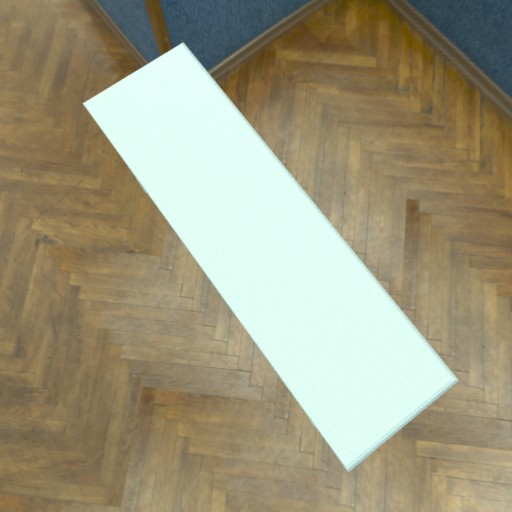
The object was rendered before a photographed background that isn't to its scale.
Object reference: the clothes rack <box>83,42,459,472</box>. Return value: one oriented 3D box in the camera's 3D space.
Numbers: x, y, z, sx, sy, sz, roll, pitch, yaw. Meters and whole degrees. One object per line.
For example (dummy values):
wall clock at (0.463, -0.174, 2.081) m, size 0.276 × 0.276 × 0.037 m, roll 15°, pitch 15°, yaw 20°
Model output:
clothes rack at (0.000, 0.000, 1.339) m, size 0.324 × 0.531 × 1.120 m, roll -35°, pitch 79°, yaw -8°
